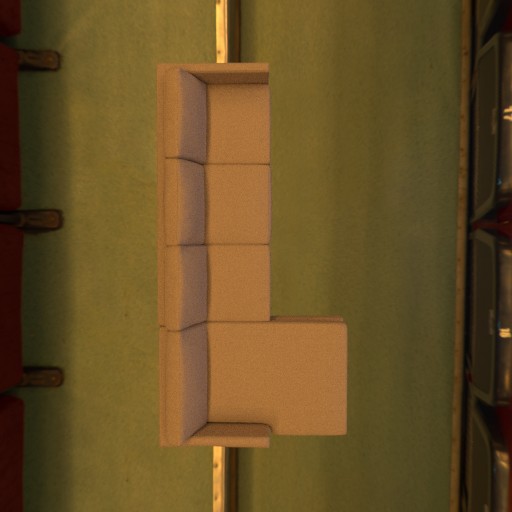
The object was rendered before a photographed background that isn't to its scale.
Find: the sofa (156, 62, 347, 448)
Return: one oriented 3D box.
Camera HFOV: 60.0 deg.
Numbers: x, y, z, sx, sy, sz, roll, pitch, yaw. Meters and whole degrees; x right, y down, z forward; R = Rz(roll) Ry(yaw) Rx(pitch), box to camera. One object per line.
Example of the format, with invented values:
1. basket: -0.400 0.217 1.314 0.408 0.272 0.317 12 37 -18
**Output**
1. sofa: 0.000 0.000 3.883 1.625 0.846 3.186 0 91 1
